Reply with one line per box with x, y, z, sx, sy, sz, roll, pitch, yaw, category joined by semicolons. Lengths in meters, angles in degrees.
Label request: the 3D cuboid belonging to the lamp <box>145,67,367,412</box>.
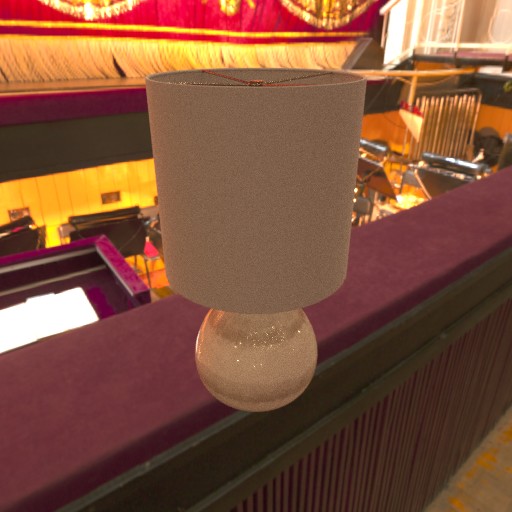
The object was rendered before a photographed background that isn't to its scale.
0.000;0.000;0.533;0.217;0.404;0.217;-18;32;-32;lamp
